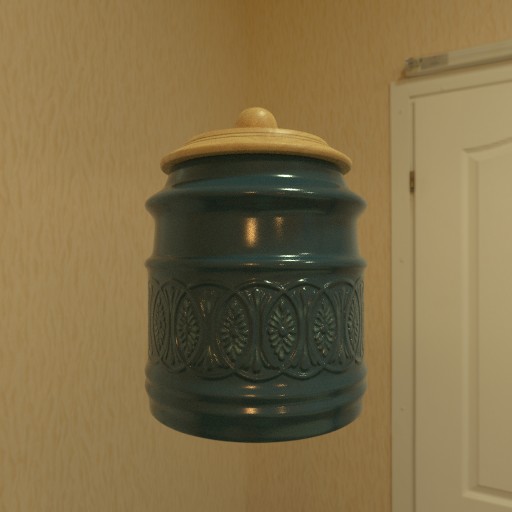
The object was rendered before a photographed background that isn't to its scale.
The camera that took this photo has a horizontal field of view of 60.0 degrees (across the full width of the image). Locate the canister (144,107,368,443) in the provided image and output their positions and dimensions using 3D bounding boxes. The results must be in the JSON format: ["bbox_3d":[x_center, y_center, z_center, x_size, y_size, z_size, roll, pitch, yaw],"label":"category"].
[{"bbox_3d":[0.000,0.000,0.266,0.130,0.176,0.130,0,0,0],"label":"canister"}]
